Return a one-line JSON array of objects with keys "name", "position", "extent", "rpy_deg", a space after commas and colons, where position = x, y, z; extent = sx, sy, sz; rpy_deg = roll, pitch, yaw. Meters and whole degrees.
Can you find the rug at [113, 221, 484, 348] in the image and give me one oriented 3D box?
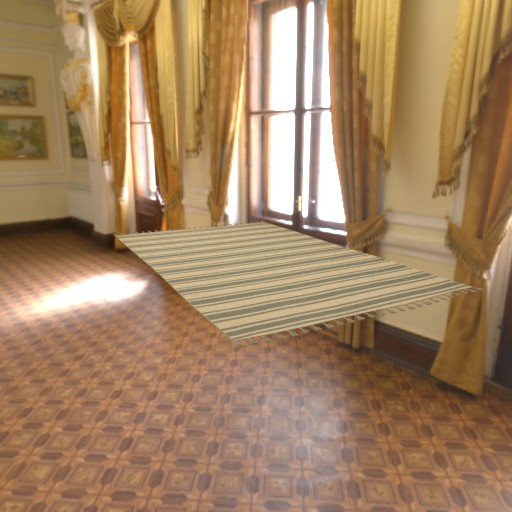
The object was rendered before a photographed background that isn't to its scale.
[{"name": "rug", "position": [0.000, 0.000, 2.568], "extent": [1.222, 0.009, 2.084], "rpy_deg": [-7, 16, -27]}]
